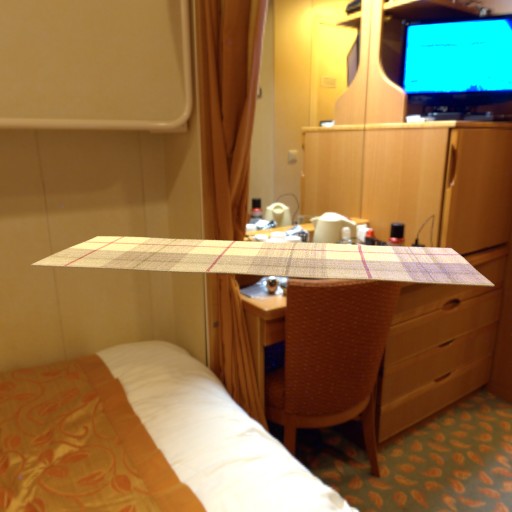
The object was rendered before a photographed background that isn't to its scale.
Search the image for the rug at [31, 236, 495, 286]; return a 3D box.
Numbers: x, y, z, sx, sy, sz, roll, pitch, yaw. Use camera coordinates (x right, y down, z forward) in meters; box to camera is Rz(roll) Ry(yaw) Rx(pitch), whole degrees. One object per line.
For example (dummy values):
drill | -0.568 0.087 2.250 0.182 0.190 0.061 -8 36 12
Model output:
rug | 0.000 0.000 2.674 2.439 0.013 0.762 2 15 8
